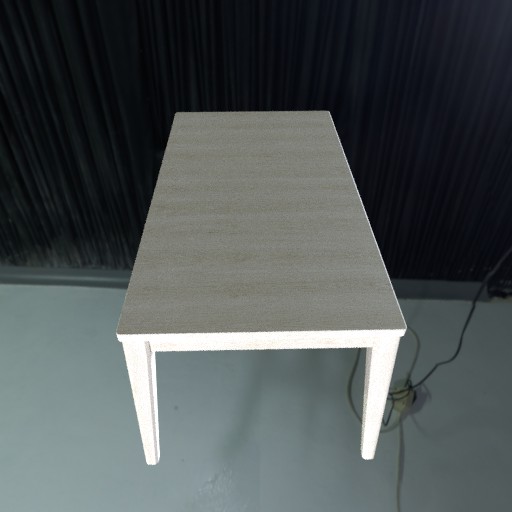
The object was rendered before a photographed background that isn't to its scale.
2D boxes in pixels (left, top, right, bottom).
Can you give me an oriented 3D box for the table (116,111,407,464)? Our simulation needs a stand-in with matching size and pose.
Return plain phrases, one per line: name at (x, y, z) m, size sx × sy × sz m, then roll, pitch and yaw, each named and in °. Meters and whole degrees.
table at (0.000, 0.000, 2.100) m, size 0.900 × 0.760 × 1.600 m, roll -1°, pitch 41°, yaw -1°
